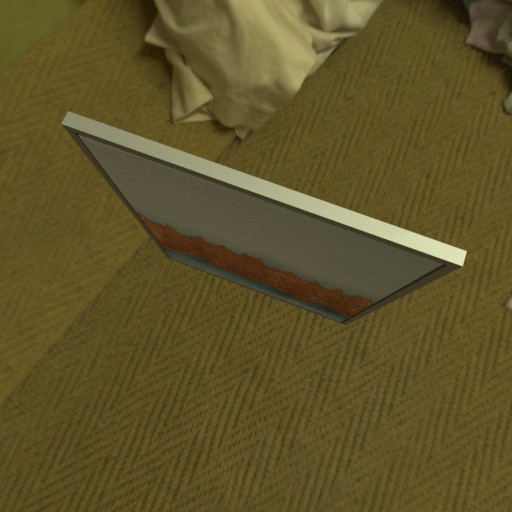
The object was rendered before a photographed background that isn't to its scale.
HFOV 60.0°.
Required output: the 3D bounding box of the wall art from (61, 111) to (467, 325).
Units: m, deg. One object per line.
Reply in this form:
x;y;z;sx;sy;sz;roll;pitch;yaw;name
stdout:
0.000;0.000;1.323;0.789;1.042;0.034;20;76;5;wall art
